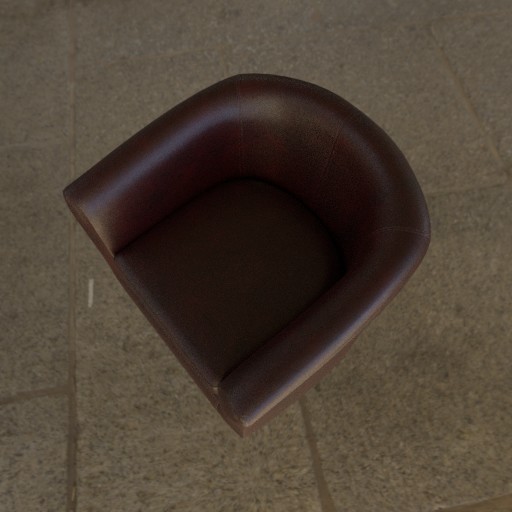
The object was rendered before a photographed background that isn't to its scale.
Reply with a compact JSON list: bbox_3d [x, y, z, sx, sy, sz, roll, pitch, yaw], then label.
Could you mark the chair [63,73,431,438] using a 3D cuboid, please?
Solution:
[{"bbox_3d":[0.000,0.000,1.356,0.727,0.756,0.792,-37,68,-17],"label":"chair"}]
